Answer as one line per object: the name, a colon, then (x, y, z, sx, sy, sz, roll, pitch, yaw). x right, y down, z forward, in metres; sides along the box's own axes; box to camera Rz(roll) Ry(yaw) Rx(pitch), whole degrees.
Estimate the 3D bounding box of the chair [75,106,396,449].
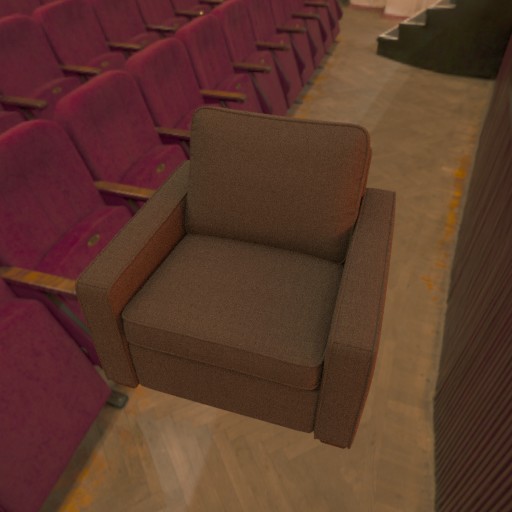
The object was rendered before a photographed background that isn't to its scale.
chair: (0.000, 0.000, 1.750, 1.017, 0.919, 0.940, 11, 41, 13)
